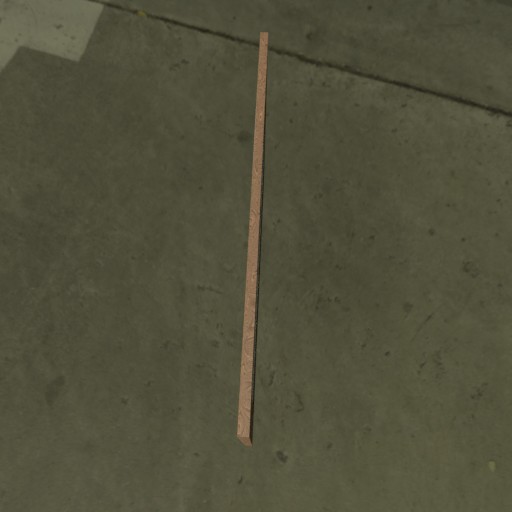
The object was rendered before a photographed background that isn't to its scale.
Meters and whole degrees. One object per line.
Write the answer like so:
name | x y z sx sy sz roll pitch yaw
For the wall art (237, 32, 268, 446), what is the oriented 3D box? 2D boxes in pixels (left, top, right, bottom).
wall art | 0.000 0.000 1.179 0.019 0.626 0.917 2 66 1
